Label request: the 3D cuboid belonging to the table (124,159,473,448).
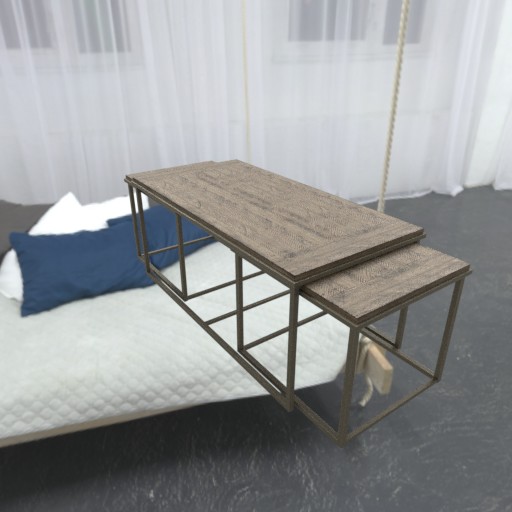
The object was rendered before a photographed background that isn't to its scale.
[{"bbox_3d":[0.000,0.000,1.575,0.489,0.427,1.312,-18,31,-31],"label":"table"}]
